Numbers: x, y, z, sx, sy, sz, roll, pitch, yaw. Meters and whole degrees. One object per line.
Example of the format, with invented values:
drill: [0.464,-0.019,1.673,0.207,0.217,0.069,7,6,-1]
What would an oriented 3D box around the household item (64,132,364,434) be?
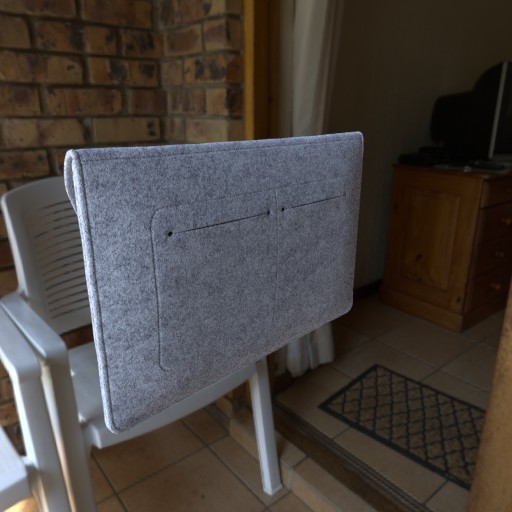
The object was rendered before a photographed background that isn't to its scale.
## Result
household item: [0.000,0.000,0.429,0.335,0.221,0.057,-17,25,-42]
